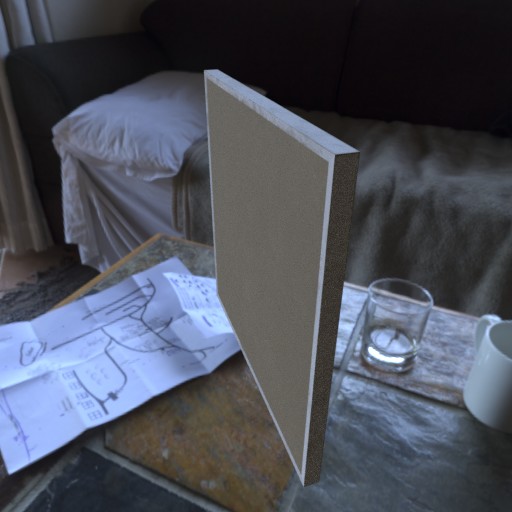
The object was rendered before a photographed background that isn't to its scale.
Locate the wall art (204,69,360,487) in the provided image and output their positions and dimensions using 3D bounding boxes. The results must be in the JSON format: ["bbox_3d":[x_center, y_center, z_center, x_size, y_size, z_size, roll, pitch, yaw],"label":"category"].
[{"bbox_3d":[0.000,0.000,1.102,0.038,0.757,0.760,-10,33,-16],"label":"wall art"}]
